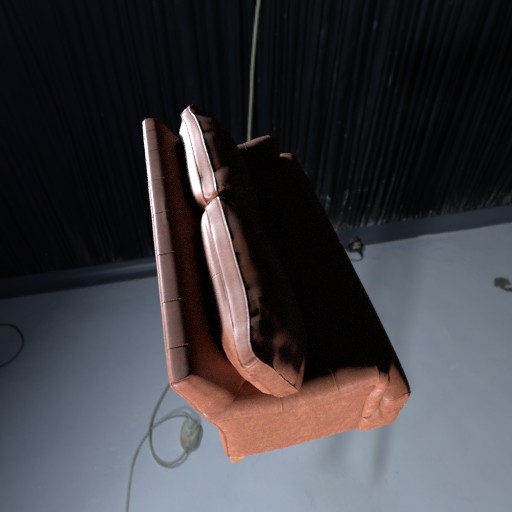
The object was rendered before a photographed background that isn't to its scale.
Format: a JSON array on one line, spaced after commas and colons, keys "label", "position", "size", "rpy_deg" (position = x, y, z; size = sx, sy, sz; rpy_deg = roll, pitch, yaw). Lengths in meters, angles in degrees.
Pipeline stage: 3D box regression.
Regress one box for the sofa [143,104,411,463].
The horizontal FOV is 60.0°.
[{"label": "sofa", "position": [0.000, 0.000, 2.775], "size": [1.147, 1.071, 2.144], "rpy_deg": [-9, 47, -9]}]
